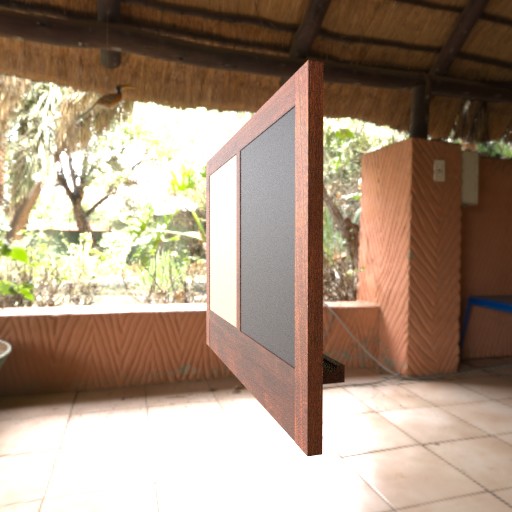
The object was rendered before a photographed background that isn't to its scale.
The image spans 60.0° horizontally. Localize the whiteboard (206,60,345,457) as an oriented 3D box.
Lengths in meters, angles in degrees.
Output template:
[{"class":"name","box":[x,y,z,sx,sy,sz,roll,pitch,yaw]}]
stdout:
[{"class":"whiteboard","box":[0.000,0.000,0.995,0.083,0.553,0.768,0,1,-17]}]
